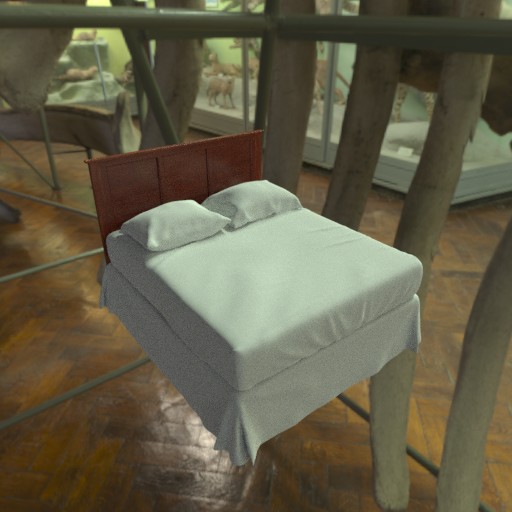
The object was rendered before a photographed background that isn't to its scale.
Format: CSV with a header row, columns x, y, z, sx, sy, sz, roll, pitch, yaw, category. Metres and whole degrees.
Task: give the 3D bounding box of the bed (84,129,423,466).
x,y,z,sx,sy,sz,roll,pitch,yaw,category
0.000,0.000,3.292,1.870,1.270,2.050,-20,34,-32,bed
